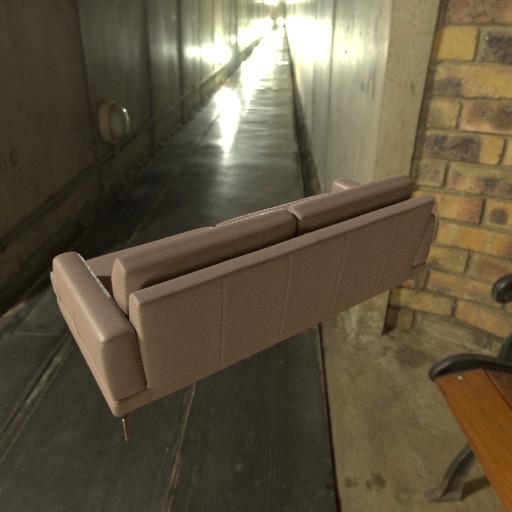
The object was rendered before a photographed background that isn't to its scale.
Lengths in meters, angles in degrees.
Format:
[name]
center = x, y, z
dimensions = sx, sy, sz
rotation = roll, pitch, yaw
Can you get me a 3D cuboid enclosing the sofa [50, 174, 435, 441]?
[sofa]
center = 0.000, 0.000, 2.400
dimensions = 1.940, 0.765, 0.974
rotation = -19, 35, -29
